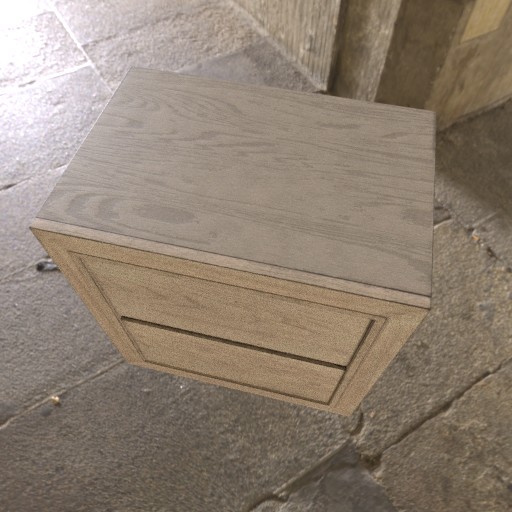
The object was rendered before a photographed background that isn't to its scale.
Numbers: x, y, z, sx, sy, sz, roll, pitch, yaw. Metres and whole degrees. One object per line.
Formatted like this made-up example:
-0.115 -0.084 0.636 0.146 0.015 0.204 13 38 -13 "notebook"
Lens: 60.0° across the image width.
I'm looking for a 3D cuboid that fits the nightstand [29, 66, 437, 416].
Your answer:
0.000 0.000 1.056 0.612 0.673 0.483 11 58 7 "nightstand"
